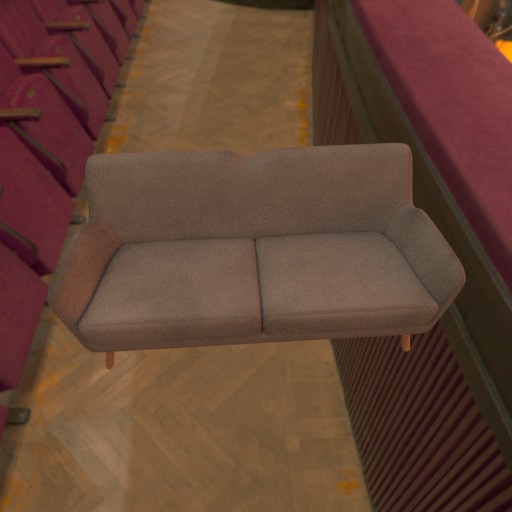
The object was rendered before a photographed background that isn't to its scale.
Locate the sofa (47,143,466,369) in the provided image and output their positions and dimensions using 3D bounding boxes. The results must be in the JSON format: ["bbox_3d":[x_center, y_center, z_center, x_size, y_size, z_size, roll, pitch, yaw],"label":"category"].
[{"bbox_3d":[0.000,0.000,2.307,1.870,0.810,0.850,-3,45,-3],"label":"sofa"}]
